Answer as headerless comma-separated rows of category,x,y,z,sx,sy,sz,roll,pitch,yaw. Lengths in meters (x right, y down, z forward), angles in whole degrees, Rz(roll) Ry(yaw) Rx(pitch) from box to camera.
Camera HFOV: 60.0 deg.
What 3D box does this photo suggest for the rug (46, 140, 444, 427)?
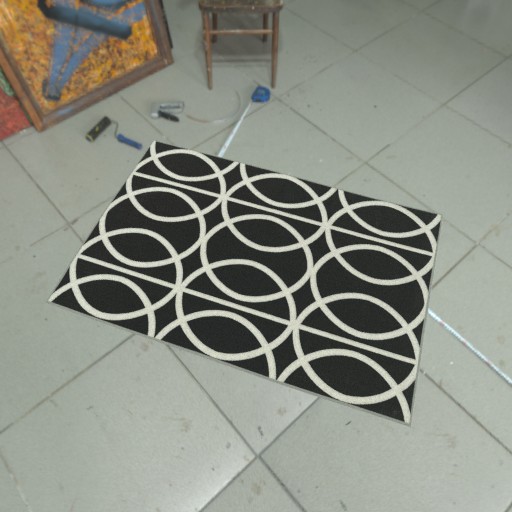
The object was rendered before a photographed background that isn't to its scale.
rug,0.000,0.000,2.959,2.290,0.014,1.526,16,60,10
